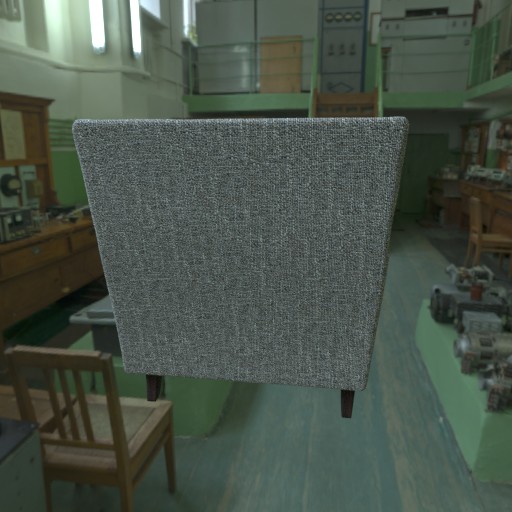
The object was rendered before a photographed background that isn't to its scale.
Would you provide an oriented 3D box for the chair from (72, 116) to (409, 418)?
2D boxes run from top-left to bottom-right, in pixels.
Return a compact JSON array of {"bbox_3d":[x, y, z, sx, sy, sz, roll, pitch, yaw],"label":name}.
[{"bbox_3d":[0.000,0.000,1.628,0.864,0.928,0.873,2,14,8],"label":"chair"}]
